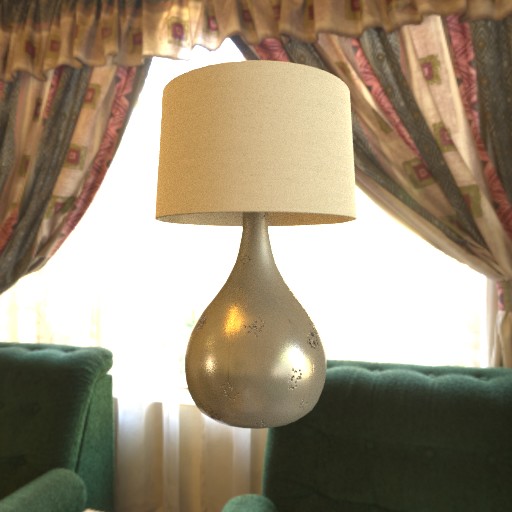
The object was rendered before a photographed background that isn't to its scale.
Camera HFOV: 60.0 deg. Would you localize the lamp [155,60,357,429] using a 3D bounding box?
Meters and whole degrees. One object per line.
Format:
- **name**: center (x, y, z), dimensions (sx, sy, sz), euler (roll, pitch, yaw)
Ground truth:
- **lamp**: center (0.000, 0.000, 0.741), dimensions (0.330, 0.521, 0.330), euler (0, 0, 0)
